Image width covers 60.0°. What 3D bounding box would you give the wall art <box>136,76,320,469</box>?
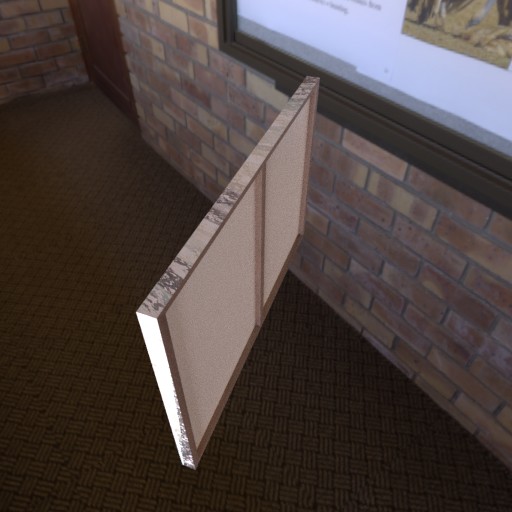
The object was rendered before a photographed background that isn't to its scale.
[{"bbox_3d":[0.000,0.000,1.177,0.038,0.598,0.919,15,47,15],"label":"wall art"}]
